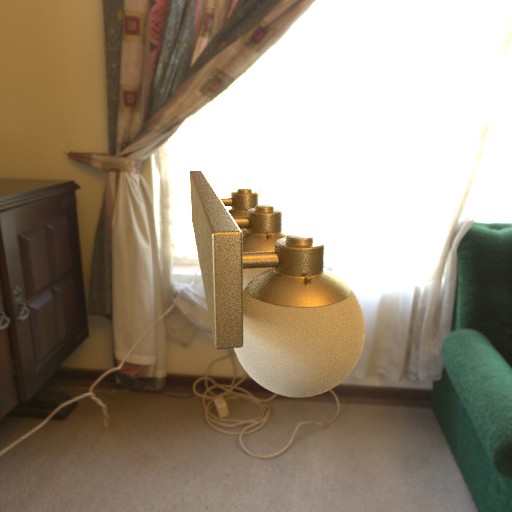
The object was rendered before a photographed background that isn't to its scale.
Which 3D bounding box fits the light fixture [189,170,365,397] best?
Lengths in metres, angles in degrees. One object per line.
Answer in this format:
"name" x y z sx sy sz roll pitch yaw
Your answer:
"light fixture" 0.000 0.000 0.845 0.218 0.263 0.721 -3 16 -10
